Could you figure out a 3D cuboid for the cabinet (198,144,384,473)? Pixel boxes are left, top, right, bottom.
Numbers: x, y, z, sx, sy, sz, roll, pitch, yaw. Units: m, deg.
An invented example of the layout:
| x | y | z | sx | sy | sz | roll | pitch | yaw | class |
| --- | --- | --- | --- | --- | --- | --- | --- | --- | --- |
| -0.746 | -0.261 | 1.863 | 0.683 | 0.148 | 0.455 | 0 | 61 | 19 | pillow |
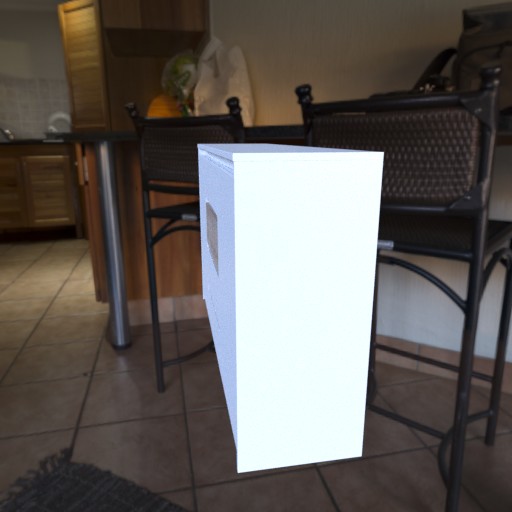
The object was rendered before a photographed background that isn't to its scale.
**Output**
| x | y | z | sx | sy | sz | roll | pitch | yaw | class |
| --- | --- | --- | --- | --- | --- | --- | --- | --- | --- |
| 0.000 | 0.000 | 1.877 | 0.380 | 0.900 | 1.450 | -3 | 15 | -10 | cabinet |
